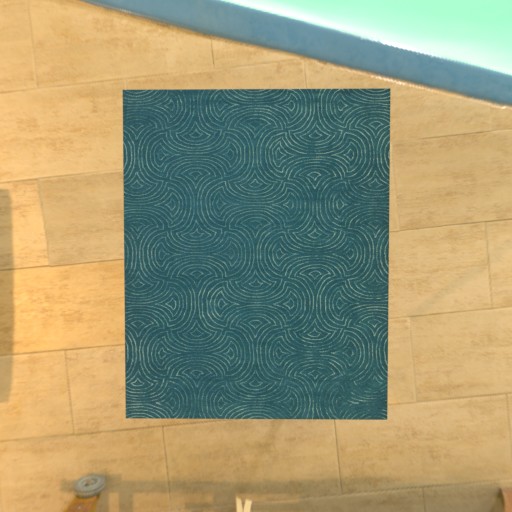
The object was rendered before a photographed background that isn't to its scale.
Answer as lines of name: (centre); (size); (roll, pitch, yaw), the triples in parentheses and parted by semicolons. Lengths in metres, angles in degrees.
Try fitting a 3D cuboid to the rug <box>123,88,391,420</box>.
rug: (0.000, 0.000, 4.069); (2.432, 0.012, 3.033); (0, 92, 1)
